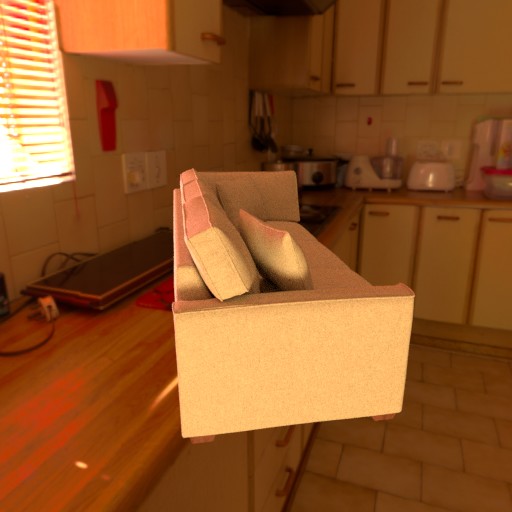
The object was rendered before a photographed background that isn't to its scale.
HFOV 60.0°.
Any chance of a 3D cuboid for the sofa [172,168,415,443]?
[{"bbox_3d":[0.000,0.000,2.899,1.061,0.962,2.317,-3,17,-10],"label":"sofa"}]
